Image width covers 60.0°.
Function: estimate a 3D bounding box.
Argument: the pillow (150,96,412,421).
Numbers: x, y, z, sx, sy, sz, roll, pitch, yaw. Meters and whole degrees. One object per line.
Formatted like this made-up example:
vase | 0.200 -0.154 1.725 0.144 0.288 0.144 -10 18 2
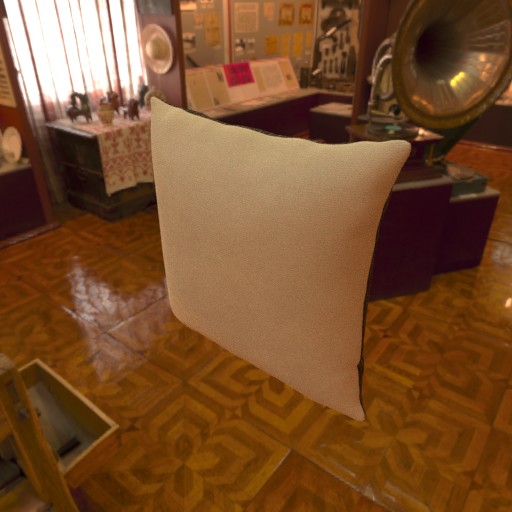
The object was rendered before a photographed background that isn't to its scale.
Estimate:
pillow | 0.000 0.000 0.694 0.433 0.434 0.196 22 36 34
